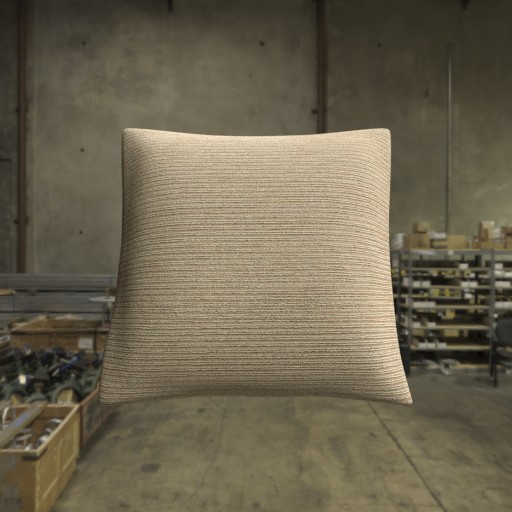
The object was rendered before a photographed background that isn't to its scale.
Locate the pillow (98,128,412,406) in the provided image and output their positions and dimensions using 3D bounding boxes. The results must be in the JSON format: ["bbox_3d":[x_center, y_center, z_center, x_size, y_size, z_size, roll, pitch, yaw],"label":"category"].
[{"bbox_3d":[0.000,0.000,0.648,0.424,0.401,0.177,0,1,0],"label":"pillow"}]
